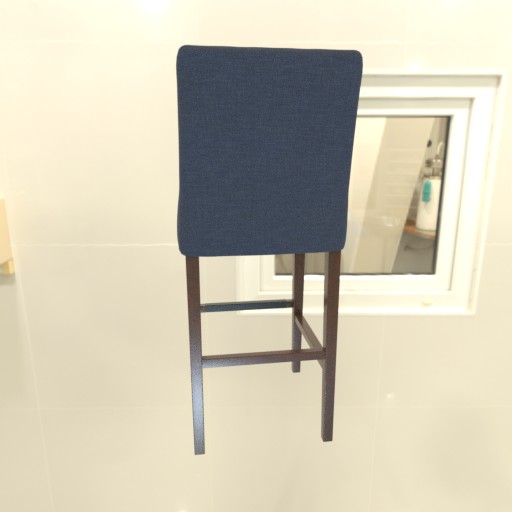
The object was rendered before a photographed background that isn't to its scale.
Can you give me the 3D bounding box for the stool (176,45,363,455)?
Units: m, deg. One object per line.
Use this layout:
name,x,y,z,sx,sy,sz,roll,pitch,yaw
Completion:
stool,0.000,0.000,1.348,0.470,1.078,0.577,-2,15,-8
